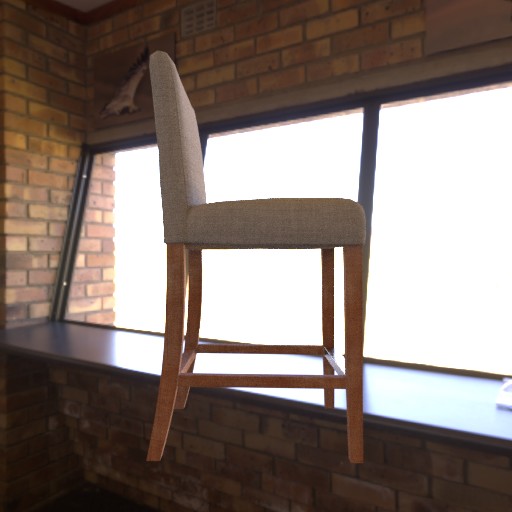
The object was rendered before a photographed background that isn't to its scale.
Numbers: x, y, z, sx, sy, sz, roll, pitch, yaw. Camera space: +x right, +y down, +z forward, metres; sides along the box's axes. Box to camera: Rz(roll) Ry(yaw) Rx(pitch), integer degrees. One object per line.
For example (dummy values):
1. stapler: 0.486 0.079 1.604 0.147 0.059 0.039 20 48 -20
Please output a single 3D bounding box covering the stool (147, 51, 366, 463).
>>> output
1. stool: 0.000 0.000 1.325 0.567 1.039 0.454 0 0 0
